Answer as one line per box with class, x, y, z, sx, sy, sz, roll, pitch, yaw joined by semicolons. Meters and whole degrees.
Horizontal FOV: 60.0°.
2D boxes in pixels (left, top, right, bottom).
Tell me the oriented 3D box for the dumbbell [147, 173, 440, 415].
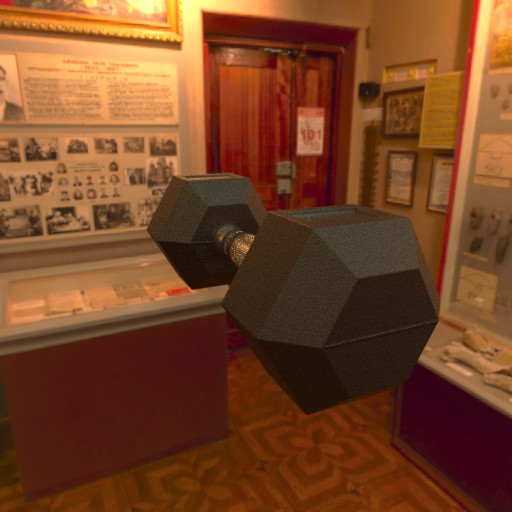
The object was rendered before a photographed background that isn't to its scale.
dumbbell;0.000;0.000;0.413;0.141;0.123;0.356;-7;18;-24
